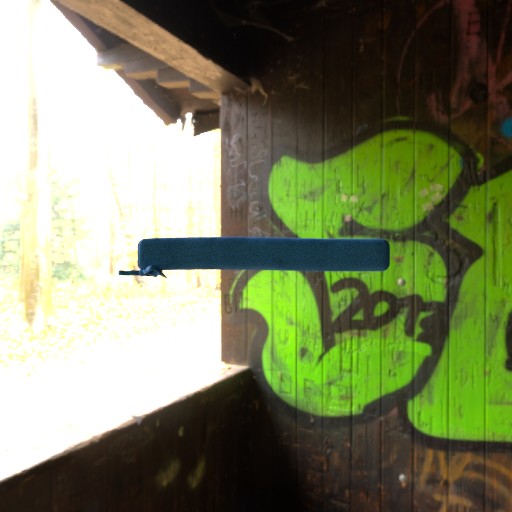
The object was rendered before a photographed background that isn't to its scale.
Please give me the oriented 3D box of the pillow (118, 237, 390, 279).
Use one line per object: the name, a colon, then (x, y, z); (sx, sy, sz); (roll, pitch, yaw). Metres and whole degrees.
pillow: (0.000, 0.000, 1.355); (0.492, 0.081, 1.187); (0, 0, 0)
